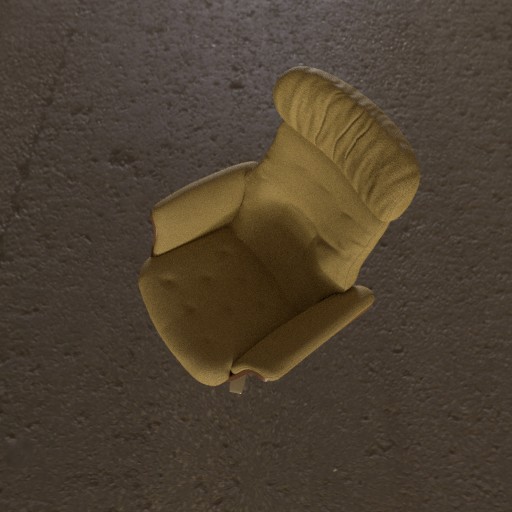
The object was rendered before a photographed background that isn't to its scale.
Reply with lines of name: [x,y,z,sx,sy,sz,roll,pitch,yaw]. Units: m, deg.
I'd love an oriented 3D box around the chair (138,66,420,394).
chair: [0.000,0.000,1.555,0.837,0.995,0.785,-32,67,-15]
